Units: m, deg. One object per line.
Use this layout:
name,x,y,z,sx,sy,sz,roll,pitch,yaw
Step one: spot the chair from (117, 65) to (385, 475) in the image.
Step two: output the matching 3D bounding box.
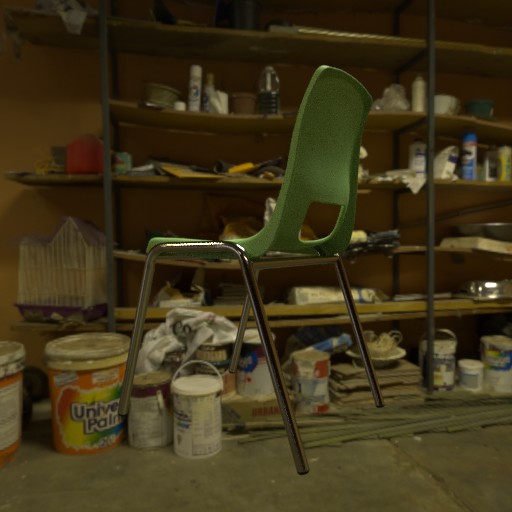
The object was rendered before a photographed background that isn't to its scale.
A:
chair,0.000,0.000,0.926,0.436,0.653,0.381,1,2,35
